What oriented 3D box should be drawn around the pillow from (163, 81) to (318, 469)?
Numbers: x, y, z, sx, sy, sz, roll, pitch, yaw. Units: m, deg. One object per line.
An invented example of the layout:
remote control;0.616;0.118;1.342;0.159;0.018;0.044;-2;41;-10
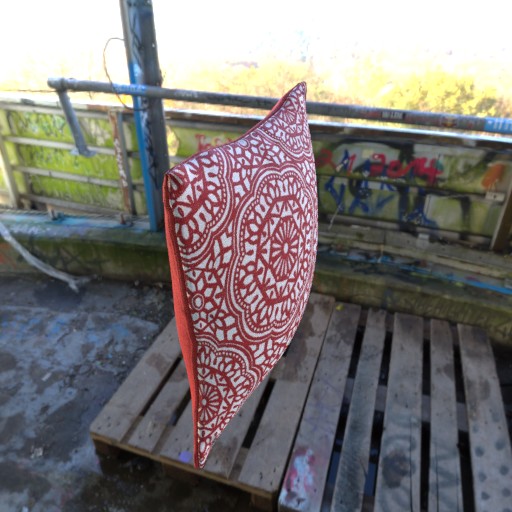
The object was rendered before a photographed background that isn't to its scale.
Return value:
pillow;0.000;0.000;0.657;0.162;0.419;0.438;11;33;17
